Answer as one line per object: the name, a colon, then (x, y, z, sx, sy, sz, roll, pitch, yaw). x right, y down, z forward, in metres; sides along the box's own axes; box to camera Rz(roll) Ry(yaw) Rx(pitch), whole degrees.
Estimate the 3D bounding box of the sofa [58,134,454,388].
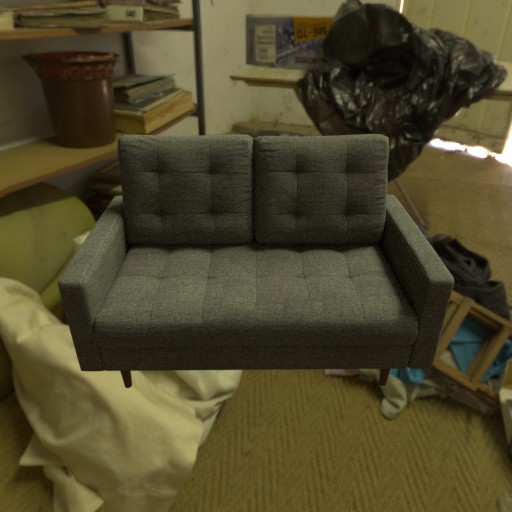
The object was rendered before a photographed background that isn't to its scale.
sofa: (0.000, 0.000, 1.934, 1.407, 0.907, 0.842, 0, 30, -1)
